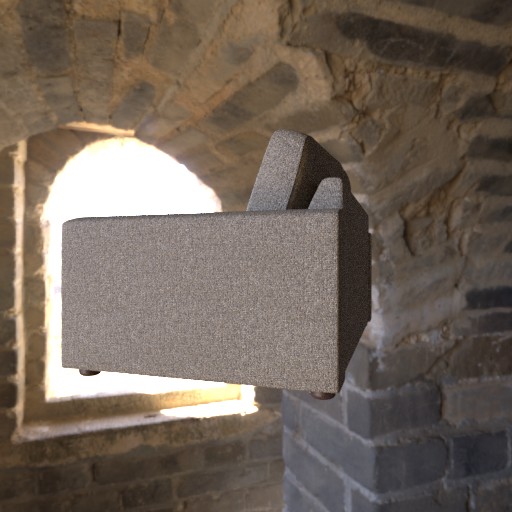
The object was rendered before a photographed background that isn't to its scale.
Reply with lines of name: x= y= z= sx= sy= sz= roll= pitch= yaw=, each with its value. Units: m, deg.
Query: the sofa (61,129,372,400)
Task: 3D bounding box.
sofa: x=0.000 y=0.000 z=2.181 sx=1.016 sy=0.873 sz=1.616 roll=0 pitch=0 yaw=18
